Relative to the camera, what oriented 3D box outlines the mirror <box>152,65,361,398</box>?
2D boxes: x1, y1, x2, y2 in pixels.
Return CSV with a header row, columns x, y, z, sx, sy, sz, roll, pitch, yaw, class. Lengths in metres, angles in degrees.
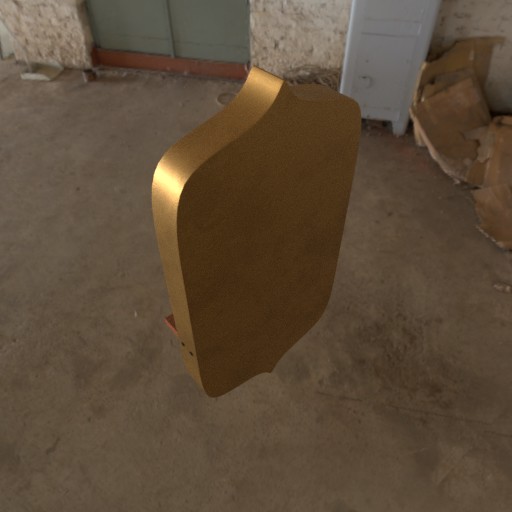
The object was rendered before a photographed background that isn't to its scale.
x,y,z,sx,sy,sz,roll,pitch,yaw,class
0.000,0.000,0.721,0.323,0.613,0.096,-31,53,-27,mirror
